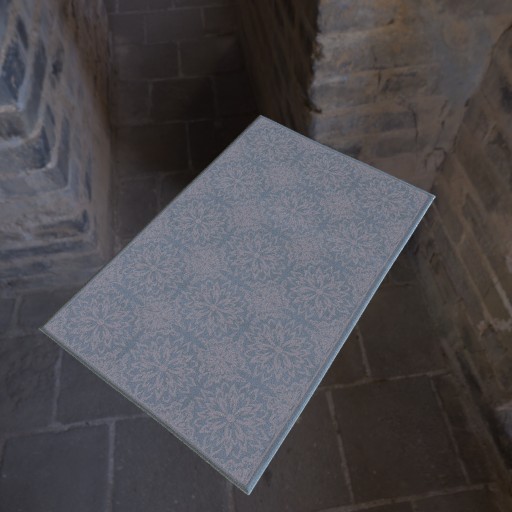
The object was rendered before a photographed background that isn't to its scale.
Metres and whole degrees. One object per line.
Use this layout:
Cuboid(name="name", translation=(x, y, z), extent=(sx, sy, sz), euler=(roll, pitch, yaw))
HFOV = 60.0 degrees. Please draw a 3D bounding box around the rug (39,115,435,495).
Cuboid(name="rug", translation=(0.000, 0.000, 3.448), extent=(1.819, 0.018, 2.746), euler=(30, 62, 18))
